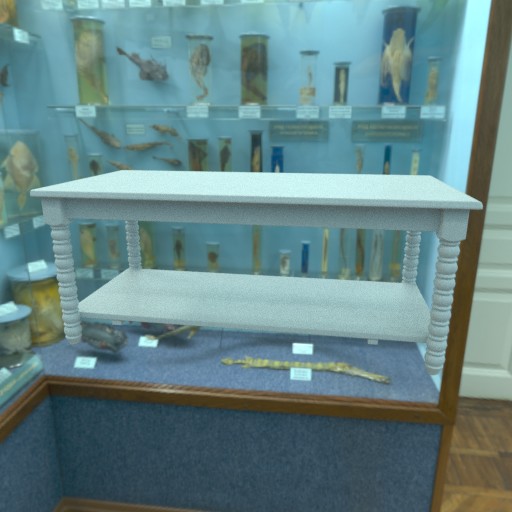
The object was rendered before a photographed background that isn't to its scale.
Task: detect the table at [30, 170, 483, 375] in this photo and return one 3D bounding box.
[{"bbox_3d":[0.000,0.000,1.461,1.171,0.487,0.580,3,17,9],"label":"table"}]
